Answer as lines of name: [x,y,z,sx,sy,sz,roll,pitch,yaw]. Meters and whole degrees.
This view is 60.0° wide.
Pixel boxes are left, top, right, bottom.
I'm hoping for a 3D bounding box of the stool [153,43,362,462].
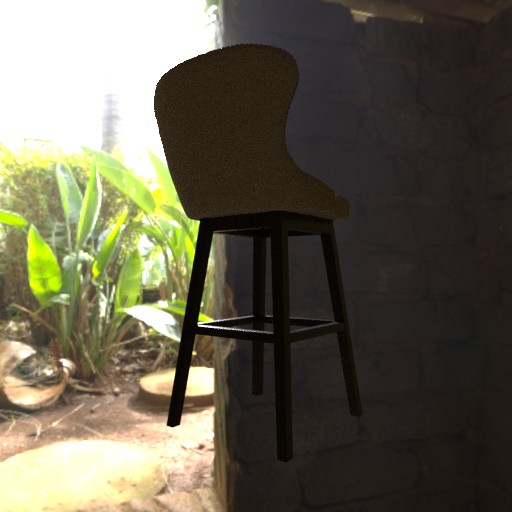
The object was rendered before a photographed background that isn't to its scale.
stool: [0.000,0.000,1.410,0.528,1.066,0.605,-2,-3,37]
